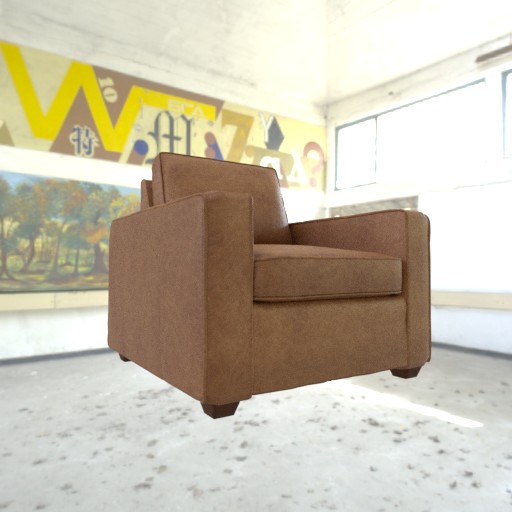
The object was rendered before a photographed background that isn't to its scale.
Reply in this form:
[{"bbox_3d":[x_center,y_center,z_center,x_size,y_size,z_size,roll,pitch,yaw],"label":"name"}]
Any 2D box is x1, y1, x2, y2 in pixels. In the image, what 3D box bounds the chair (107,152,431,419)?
[{"bbox_3d":[0.000,0.000,1.798,0.987,0.901,1.027,1,-1,-36],"label":"chair"}]
